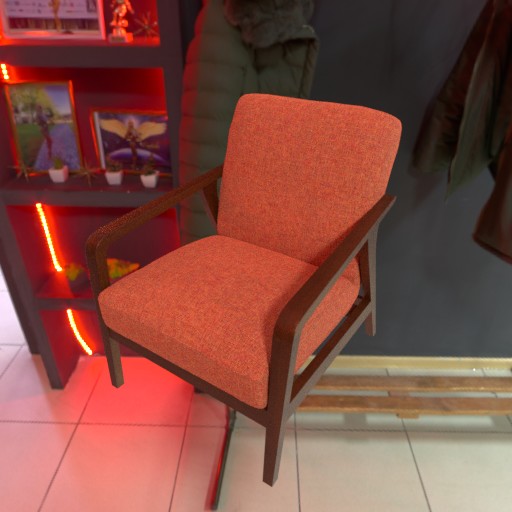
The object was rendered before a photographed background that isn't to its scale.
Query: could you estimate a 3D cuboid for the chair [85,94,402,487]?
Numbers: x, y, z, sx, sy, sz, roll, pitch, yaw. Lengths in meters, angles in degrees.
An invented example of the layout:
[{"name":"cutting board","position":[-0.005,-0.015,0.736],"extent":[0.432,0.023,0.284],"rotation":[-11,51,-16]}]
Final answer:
[{"name":"chair","position":[0.000,0.000,1.476],"extent":[0.719,0.890,0.860],"rotation":[19,36,29]}]
